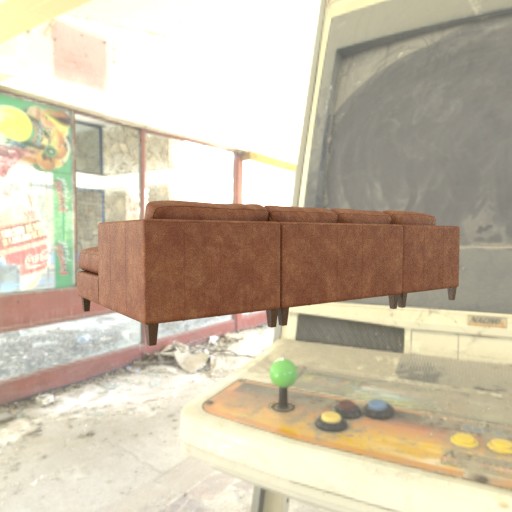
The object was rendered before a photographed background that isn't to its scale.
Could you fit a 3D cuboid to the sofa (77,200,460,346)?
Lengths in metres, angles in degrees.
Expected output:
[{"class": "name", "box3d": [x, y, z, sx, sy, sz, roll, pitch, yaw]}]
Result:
[{"class": "sofa", "box3d": [0.000, 0.000, 4.505, 3.324, 0.888, 2.452, -2, 3, -35]}]
